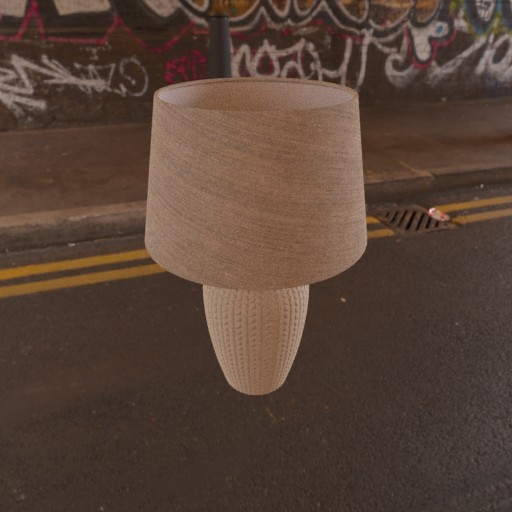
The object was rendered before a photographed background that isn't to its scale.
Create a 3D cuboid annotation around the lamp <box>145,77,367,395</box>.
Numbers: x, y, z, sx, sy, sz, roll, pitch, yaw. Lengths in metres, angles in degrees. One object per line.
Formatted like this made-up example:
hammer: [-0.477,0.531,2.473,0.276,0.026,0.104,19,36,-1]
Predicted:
lamp: [0.000,0.000,0.822,0.390,0.580,0.390,0,29,0]
